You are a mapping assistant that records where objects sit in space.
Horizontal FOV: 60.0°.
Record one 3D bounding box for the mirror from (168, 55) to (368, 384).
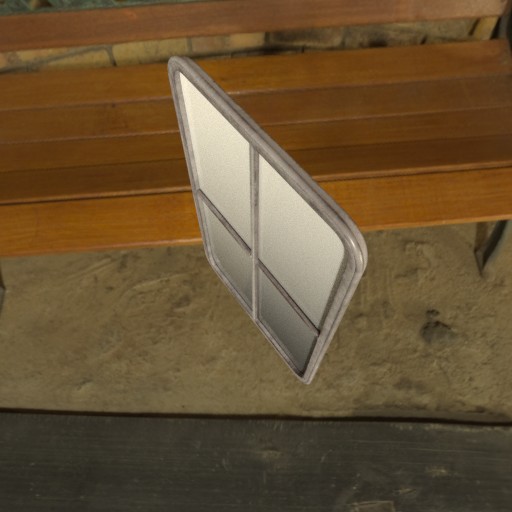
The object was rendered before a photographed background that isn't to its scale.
[{"bbox_3d":[0.000,0.000,0.906,0.024,0.713,0.461,-33,66,-17],"label":"mirror"}]
